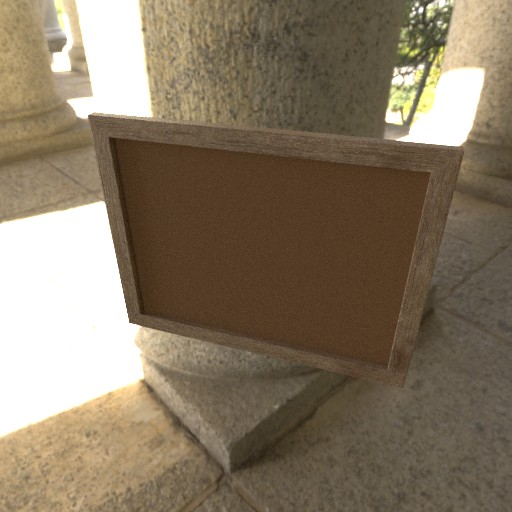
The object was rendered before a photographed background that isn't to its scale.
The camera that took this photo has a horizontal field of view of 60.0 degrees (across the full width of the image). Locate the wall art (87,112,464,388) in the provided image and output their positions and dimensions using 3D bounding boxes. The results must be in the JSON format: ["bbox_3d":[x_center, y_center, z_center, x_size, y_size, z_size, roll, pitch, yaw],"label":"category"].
[{"bbox_3d":[0.000,0.000,0.932,0.690,0.535,0.026,10,34,15],"label":"wall art"}]
